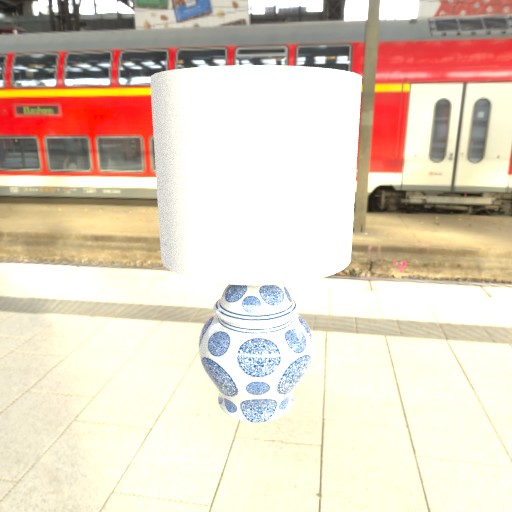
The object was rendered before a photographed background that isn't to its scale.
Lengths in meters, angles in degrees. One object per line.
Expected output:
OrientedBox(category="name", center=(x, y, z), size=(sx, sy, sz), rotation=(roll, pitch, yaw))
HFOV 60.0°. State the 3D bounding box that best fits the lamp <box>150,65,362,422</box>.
OrientedBox(category="lamp", center=(0.000, 0.000, 0.513), size=(0.215, 0.381, 0.215), rotation=(2, 16, 7))
